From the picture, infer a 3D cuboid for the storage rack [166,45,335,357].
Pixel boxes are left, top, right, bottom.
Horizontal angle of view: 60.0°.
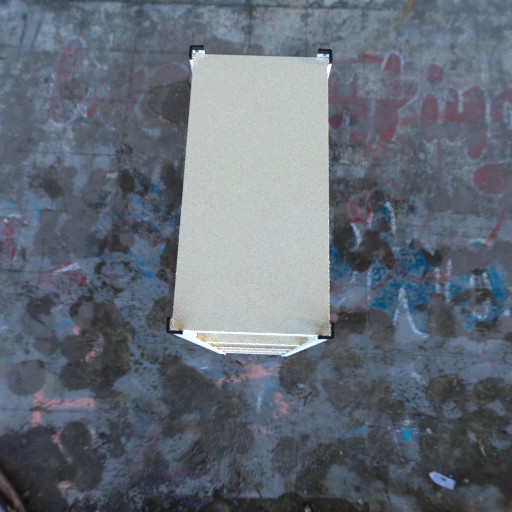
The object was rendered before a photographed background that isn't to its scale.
[{"bbox_3d":[0.000,0.000,2.187,0.457,1.829,0.914,2,76,0],"label":"storage rack"}]
